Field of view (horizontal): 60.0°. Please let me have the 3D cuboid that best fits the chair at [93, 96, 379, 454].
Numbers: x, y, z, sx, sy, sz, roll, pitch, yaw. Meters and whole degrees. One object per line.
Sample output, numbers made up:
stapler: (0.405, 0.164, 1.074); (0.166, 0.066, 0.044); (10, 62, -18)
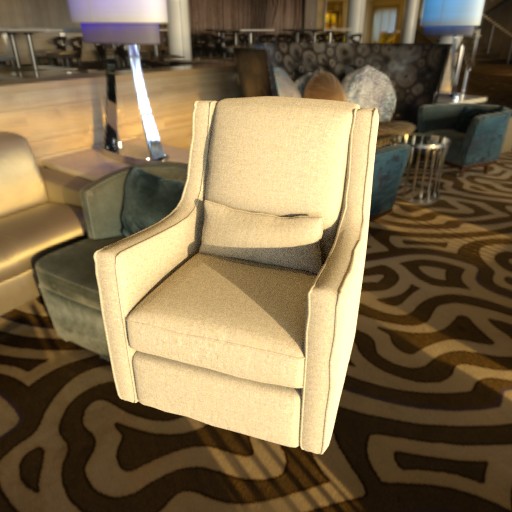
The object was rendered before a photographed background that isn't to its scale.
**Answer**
chair: (0.000, 0.000, 1.582); (0.732, 0.993, 0.879); (9, 28, 17)
